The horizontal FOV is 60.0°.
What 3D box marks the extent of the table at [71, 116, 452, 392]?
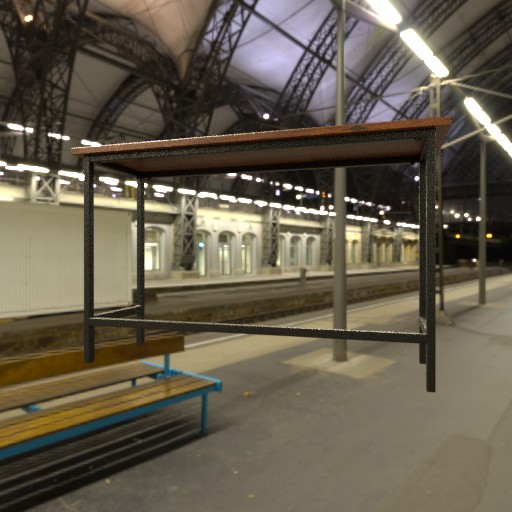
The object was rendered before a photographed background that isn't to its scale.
[{"bbox_3d":[0.000,0.000,1.539,1.204,0.740,0.408,0,0,17],"label":"table"}]
